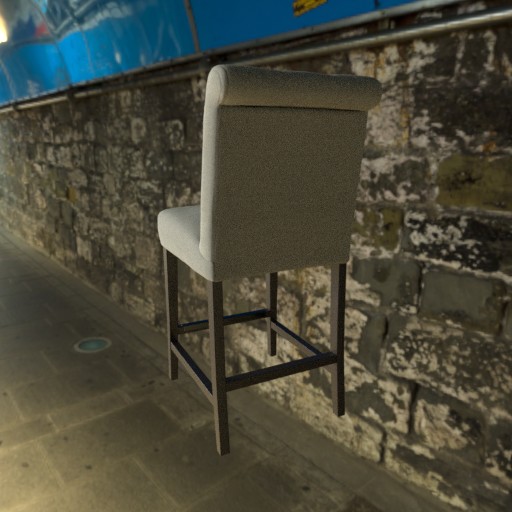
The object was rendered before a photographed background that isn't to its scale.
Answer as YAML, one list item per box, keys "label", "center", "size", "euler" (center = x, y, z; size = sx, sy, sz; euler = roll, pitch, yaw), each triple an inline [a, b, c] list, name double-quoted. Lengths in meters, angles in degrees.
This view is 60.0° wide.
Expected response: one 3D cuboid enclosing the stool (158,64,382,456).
- label: "stool"
  center: [0.000, 0.000, 1.417]
  size: [0.493, 1.040, 0.601]
  euler: [-7, 16, -26]
